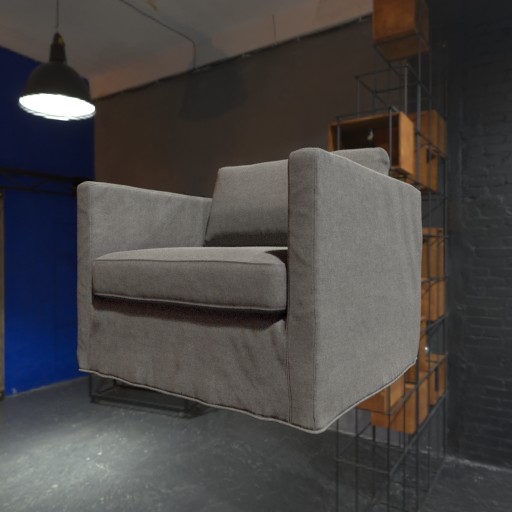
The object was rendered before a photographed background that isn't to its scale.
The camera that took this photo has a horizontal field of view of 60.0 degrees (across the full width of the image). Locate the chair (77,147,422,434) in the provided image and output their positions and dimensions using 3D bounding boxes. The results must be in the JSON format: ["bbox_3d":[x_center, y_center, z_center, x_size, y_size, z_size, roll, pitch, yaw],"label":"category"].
[{"bbox_3d":[0.000,0.000,1.750,1.057,0.863,0.949,1,1,36],"label":"chair"}]
